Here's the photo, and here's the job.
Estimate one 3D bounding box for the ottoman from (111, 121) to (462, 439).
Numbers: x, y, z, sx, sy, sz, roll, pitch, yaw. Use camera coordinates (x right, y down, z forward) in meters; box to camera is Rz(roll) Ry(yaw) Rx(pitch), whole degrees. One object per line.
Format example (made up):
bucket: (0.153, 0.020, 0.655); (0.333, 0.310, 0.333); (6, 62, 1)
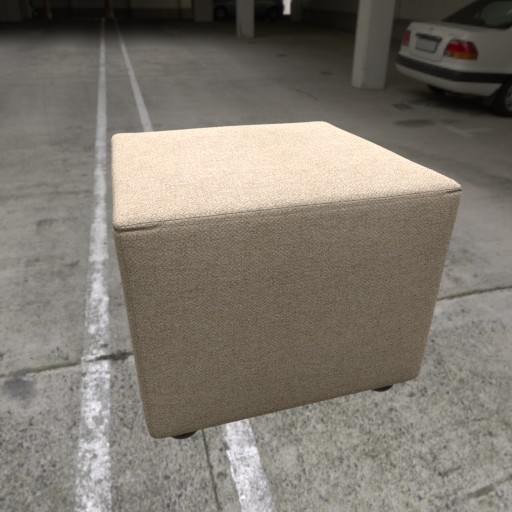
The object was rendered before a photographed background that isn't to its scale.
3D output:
ottoman: (0.000, 0.000, 0.883); (0.508, 0.432, 0.508); (-8, 29, -15)
